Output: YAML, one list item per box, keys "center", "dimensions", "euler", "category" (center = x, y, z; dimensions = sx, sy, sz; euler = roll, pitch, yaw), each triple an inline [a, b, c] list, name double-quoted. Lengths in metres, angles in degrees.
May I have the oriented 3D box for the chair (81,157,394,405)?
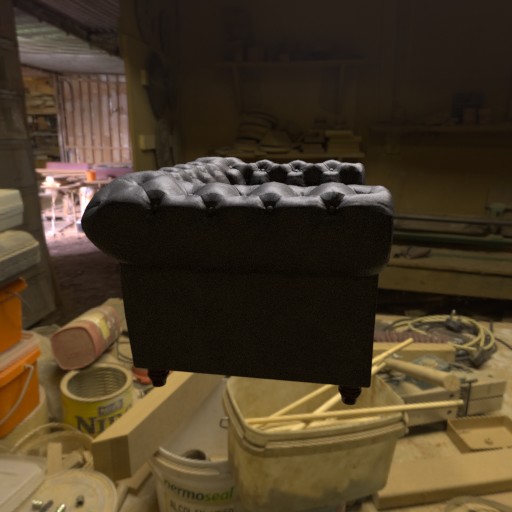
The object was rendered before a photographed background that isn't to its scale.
- center: [0.000, 0.000, 1.897]
  dimensions: [0.943, 0.780, 1.298]
  euler: [2, 16, 9]
  category: "chair"
